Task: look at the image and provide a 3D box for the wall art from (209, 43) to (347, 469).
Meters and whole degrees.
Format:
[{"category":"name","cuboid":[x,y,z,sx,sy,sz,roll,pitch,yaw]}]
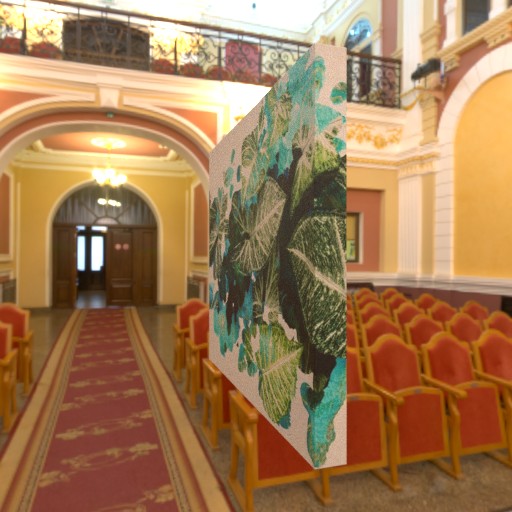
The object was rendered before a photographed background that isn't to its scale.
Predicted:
[{"category":"wall art","cuboid":[0.000,0.000,0.698,0.041,0.435,0.507,0,0,-18]}]
